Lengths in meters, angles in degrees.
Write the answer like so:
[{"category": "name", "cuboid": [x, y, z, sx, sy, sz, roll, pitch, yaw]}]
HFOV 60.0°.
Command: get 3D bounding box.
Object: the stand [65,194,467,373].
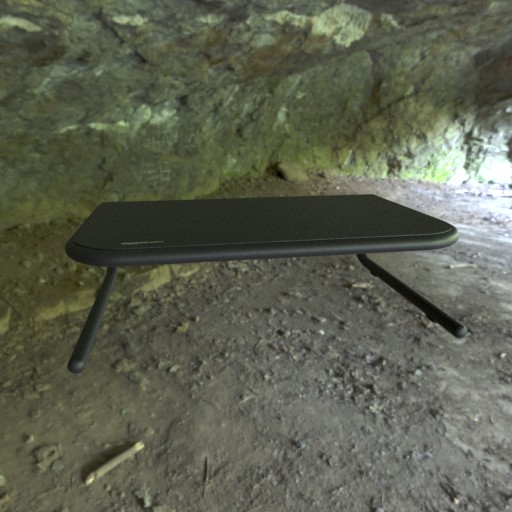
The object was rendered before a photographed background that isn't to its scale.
[{"category": "stand", "cuboid": [0.000, 0.000, 0.516, 0.370, 0.108, 0.280, -3, 17, -10]}]
